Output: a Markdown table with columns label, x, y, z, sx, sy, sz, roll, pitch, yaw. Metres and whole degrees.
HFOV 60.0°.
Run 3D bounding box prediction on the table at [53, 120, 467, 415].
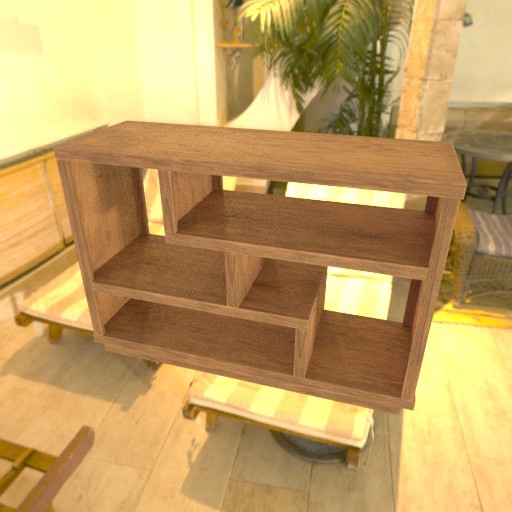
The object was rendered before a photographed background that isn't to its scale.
| label | x | y | z | sx | sy | sz | roll | pitch | yaw |
| --- | --- | --- | --- | --- | --- | --- | --- | --- | --- |
| table | 0.000 | 0.000 | 1.533 | 1.151 | 0.771 | 0.410 | 8 | 29 | 15 |
